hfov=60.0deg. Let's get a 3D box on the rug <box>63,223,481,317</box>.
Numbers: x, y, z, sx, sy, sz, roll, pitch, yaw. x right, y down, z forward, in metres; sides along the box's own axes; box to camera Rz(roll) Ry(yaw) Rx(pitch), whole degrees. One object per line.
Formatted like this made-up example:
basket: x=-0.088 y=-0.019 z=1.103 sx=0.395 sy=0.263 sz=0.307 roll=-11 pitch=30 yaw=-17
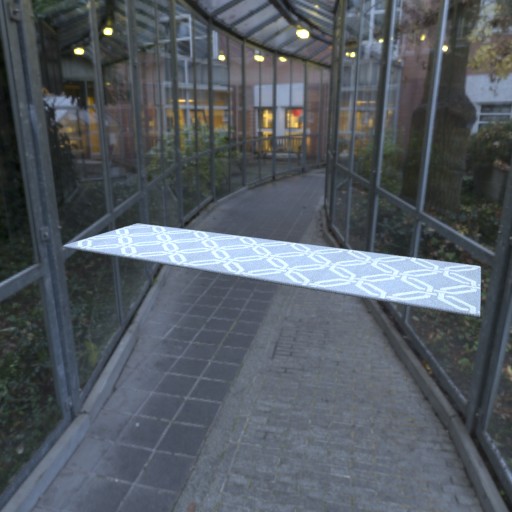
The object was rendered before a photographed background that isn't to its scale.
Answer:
rug: x=0.000 y=0.000 z=2.494 sx=2.276 sy=0.014 sz=0.678 roll=8 pitch=19 yaw=25
